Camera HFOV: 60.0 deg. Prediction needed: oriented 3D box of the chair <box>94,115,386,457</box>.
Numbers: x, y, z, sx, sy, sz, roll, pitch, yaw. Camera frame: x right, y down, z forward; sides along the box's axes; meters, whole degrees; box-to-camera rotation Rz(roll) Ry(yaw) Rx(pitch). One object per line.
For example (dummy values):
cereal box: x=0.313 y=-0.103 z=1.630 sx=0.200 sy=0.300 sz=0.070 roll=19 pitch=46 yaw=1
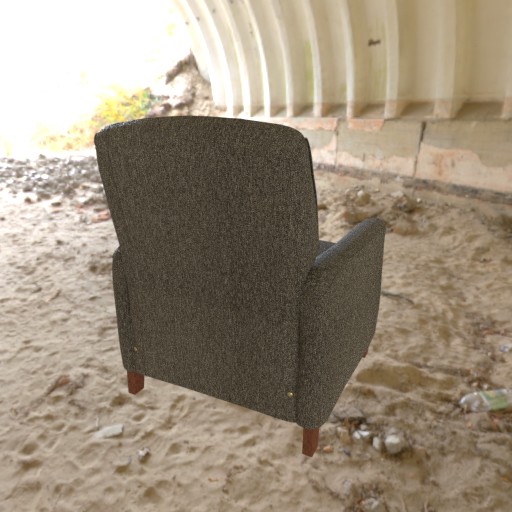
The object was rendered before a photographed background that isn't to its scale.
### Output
chair: x=0.000 y=0.000 z=1.679 sx=0.848 sy=1.014 sz=0.864 roll=9 pitch=20 yaw=26
